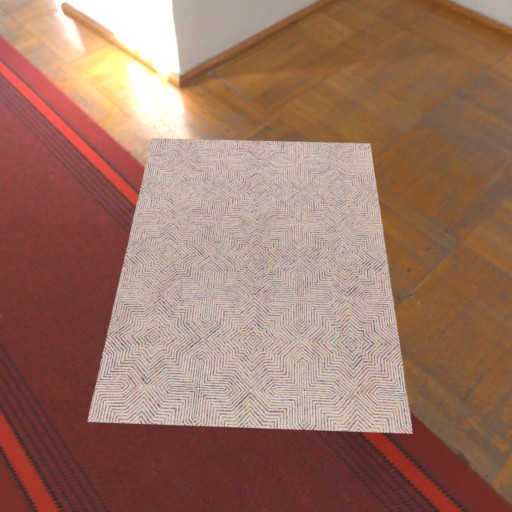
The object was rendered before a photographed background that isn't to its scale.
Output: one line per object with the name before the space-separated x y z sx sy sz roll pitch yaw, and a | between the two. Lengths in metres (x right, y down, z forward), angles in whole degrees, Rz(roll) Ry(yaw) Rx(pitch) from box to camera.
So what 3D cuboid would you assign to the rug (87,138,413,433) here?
rug | 0.000 0.000 4.133 2.442 0.008 3.046 2 58 1
